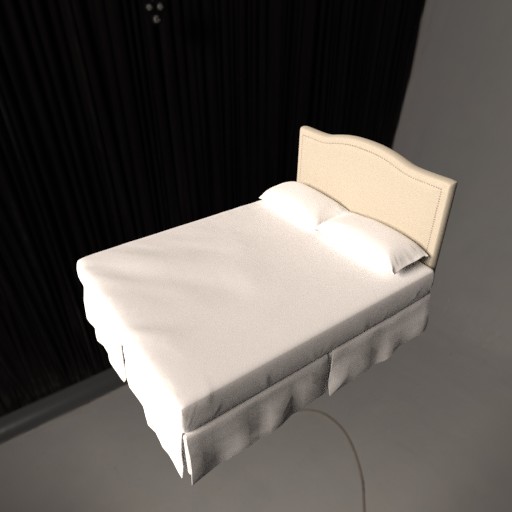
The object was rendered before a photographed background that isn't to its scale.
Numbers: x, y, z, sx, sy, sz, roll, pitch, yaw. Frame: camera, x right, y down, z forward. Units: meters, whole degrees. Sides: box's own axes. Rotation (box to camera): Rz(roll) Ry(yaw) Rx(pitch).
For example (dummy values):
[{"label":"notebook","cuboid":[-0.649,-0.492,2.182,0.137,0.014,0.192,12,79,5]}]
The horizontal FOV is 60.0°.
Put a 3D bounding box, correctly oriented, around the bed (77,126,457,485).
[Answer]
[{"label":"bed","cuboid":[0.000,0.000,3.579,2.477,1.437,1.977,-21,39,-29]}]
